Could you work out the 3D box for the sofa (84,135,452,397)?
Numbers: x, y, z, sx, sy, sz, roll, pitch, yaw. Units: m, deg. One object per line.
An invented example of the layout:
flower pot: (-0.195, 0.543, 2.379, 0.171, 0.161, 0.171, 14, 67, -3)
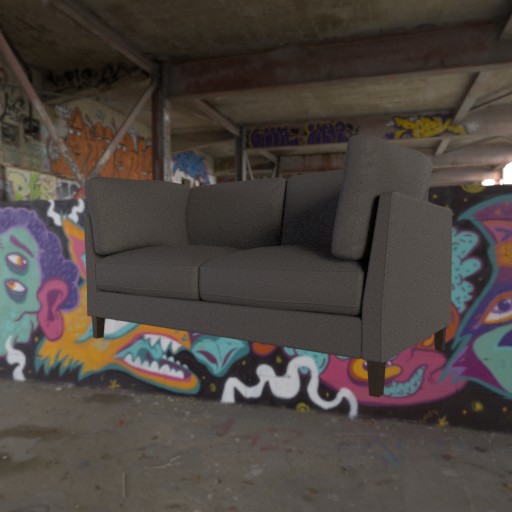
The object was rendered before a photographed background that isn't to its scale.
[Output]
sofa: (0.000, 0.000, 2.308, 1.751, 0.920, 0.969, 1, 1, 37)
